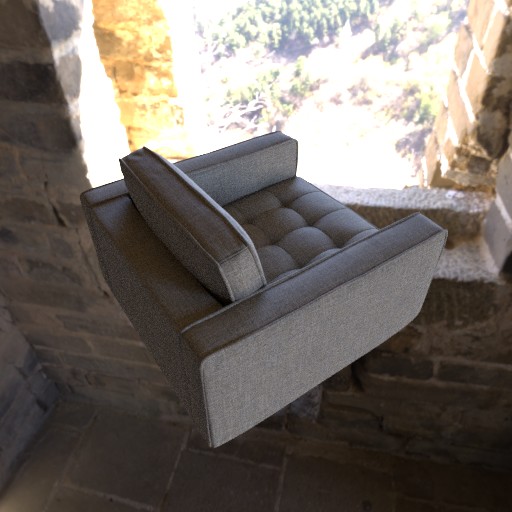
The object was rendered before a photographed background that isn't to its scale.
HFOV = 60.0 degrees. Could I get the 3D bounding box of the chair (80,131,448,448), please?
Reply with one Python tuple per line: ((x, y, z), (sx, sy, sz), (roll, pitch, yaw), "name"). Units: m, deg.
((0.000, 0.000, 1.592), (0.914, 0.765, 0.889), (-24, 46, -26), "chair")
